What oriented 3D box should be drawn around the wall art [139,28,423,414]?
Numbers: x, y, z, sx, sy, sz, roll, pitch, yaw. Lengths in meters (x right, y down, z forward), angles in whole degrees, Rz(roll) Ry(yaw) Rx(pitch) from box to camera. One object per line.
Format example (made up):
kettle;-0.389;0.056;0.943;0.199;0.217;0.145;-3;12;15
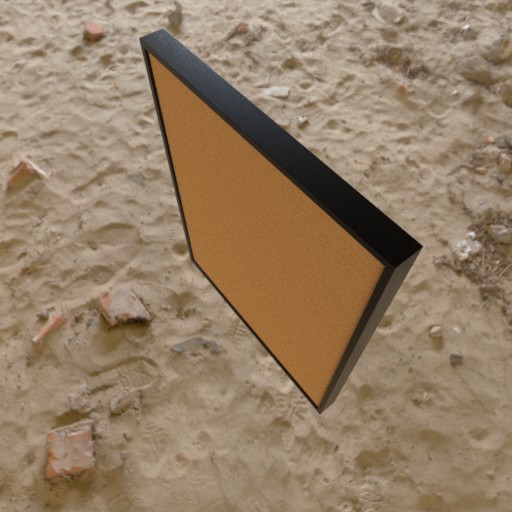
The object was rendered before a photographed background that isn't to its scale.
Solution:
wall art;0.000;0.000;0.729;0.039;0.553;0.451;-34;63;-19
